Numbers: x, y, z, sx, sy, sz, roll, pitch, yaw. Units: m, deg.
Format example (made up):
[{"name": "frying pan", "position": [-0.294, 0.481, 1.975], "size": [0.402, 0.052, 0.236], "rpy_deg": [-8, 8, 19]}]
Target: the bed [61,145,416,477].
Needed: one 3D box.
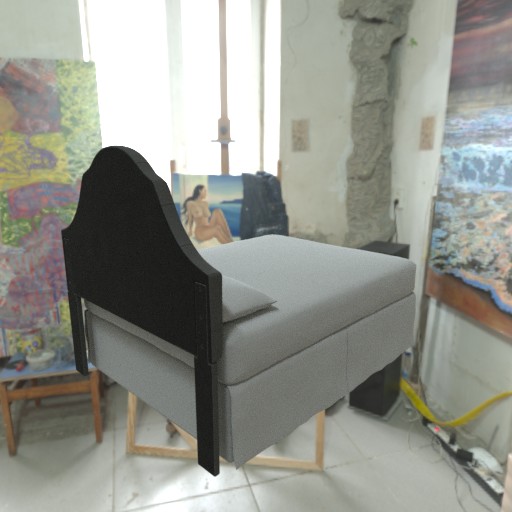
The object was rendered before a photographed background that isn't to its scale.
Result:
[{"name": "bed", "position": [0.000, 0.000, 3.235], "size": [1.636, 1.575, 2.155], "rpy_deg": [13, 19, 42]}]
